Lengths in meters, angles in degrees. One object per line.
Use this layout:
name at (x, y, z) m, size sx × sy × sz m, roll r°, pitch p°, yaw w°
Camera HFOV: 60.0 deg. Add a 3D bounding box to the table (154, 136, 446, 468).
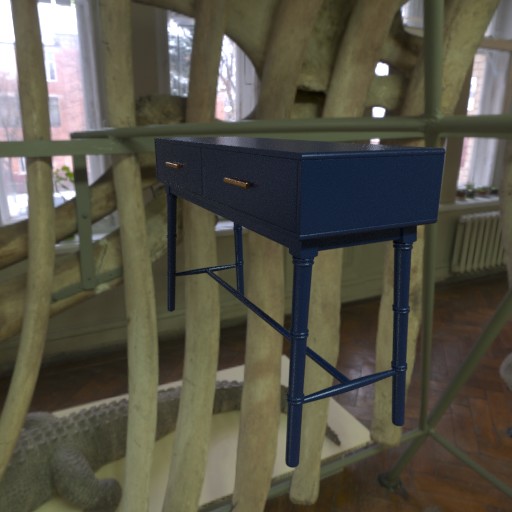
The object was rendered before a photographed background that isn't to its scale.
table at (0.000, 0.000, 1.497) m, size 0.399 × 0.749 × 1.118 m, roll -8°, pitch 18°, yaw -25°
